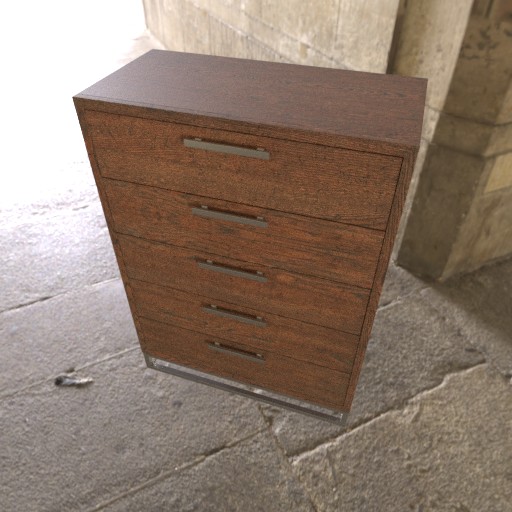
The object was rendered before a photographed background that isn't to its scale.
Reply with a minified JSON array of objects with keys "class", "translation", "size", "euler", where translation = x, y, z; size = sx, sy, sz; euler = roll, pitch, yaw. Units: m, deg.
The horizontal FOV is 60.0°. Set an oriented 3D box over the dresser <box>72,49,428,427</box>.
[{"class":"dresser","translation":[0.000,0.000,1.752],"size":[0.965,1.321,0.508],"euler":[12,42,14]}]
